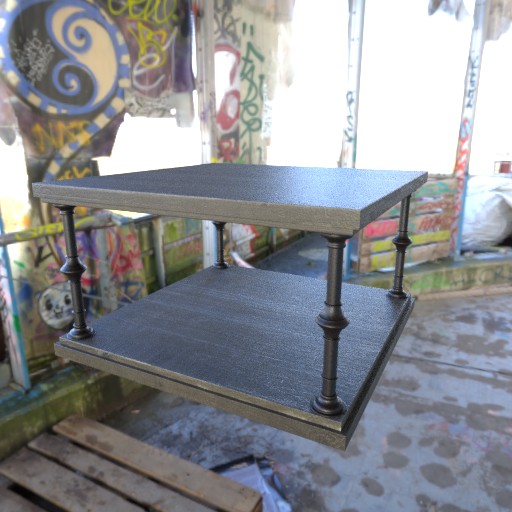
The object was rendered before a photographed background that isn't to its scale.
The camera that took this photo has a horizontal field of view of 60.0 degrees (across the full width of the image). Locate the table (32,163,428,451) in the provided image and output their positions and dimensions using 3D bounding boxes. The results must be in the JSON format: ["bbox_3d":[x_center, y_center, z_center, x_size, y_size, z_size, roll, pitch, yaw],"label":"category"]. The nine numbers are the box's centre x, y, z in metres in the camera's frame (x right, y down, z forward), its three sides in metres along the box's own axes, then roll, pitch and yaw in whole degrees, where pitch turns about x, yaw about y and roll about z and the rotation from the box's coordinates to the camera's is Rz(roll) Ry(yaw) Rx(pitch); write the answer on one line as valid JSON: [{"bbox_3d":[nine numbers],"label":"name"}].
[{"bbox_3d":[0.000,0.000,1.124,0.696,0.400,0.696,8,18,27],"label":"table"}]
